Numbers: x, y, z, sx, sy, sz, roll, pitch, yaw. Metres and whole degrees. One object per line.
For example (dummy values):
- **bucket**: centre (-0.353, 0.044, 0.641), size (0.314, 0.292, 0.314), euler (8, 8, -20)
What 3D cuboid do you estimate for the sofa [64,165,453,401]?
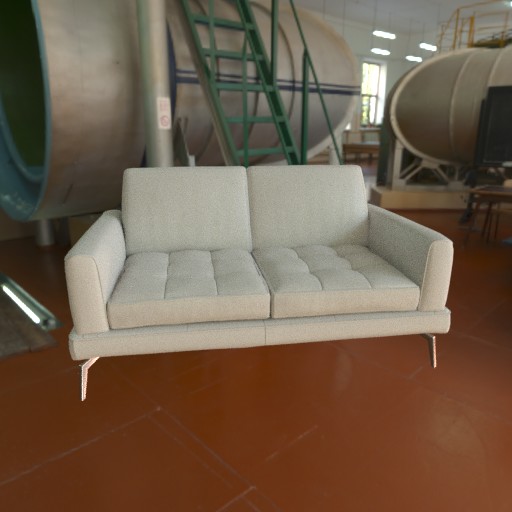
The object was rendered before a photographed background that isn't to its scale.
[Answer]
- **sofa**: centre (0.000, 0.000, 2.481), size (1.819, 0.930, 1.121), euler (-3, 17, -8)
